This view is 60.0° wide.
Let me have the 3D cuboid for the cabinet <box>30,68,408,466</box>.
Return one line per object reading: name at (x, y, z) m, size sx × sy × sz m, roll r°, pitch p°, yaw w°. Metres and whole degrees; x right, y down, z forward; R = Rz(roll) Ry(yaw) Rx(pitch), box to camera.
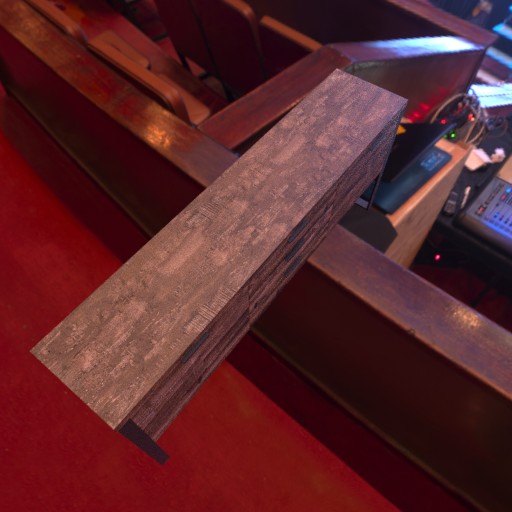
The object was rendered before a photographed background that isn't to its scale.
cabinet at (0.000, 0.000, 2.019) m, size 0.395 × 0.762 × 1.800 m, roll 33°, pitch 63°, yaw 19°
